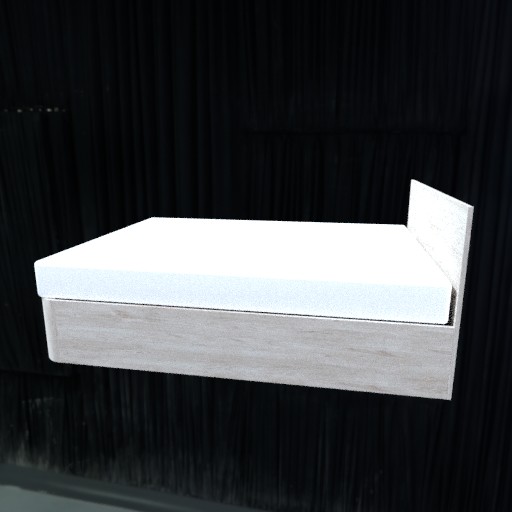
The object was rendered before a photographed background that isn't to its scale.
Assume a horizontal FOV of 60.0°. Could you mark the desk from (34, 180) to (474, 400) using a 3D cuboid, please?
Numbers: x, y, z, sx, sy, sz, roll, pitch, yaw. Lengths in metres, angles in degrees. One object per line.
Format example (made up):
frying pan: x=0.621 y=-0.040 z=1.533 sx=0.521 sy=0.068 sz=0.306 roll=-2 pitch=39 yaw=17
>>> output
desk: x=0.000 y=0.000 z=2.573 sx=1.900 sy=0.800 sz=1.400 roll=3 pitch=14 yaw=10
